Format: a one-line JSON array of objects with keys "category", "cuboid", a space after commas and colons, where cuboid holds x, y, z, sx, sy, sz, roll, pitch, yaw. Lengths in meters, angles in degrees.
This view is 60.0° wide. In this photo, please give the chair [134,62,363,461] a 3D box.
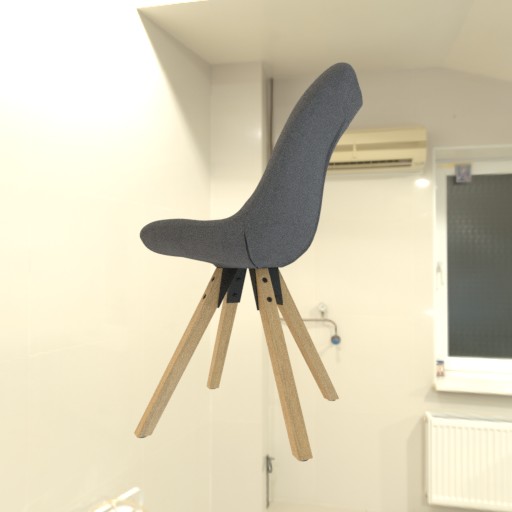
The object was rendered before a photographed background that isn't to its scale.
[{"category": "chair", "cuboid": [0.000, 0.000, 1.175, 0.550, 0.850, 0.485, 0, -1, 18]}]
